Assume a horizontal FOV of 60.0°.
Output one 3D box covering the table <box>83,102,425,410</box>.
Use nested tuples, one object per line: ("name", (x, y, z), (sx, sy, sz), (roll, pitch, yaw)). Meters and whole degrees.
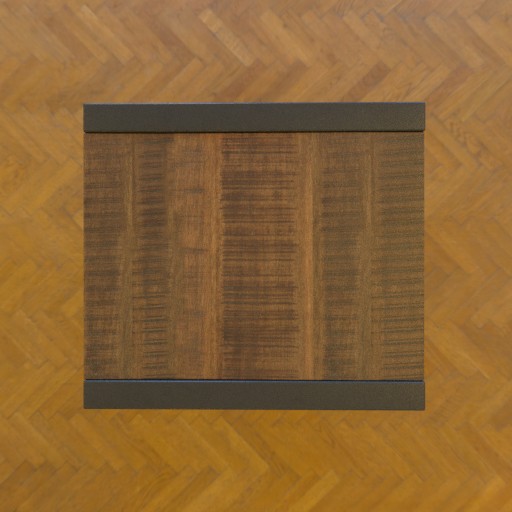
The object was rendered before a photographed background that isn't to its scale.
("table", (0.000, 0.000, 0.919), (0.500, 0.550, 0.449), (0, 90, 1))
